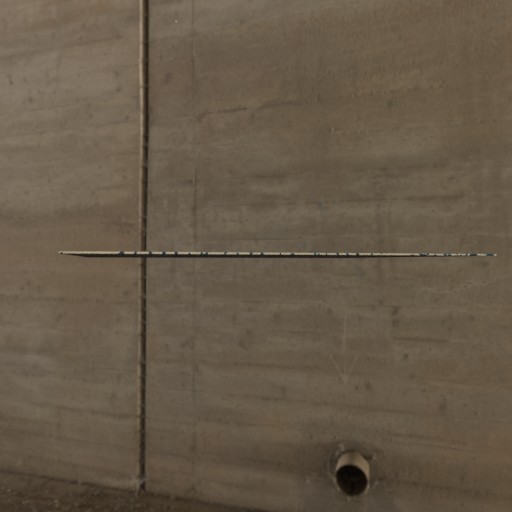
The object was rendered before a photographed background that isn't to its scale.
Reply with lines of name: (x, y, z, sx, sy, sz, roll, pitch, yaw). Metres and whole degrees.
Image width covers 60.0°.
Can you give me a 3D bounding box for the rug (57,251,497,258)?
rug: (0.000, 0.000, 4.009, 3.017, 0.014, 2.416, 0, -1, -17)
